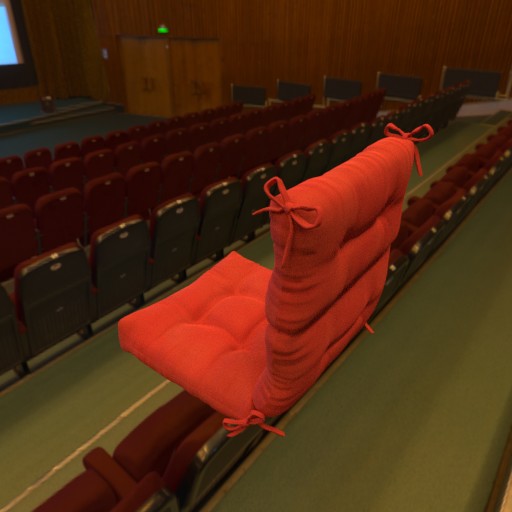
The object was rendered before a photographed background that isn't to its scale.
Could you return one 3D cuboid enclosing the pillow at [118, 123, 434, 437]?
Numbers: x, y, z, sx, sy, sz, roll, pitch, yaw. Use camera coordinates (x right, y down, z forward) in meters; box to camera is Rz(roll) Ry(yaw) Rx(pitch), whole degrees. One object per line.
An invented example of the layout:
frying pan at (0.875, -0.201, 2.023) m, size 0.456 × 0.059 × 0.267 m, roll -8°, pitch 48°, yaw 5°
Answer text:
pillow at (0.000, 0.000, 1.042) m, size 0.571 × 0.605 × 0.519 m, roll 21°, pitch 37°, yaw 31°
